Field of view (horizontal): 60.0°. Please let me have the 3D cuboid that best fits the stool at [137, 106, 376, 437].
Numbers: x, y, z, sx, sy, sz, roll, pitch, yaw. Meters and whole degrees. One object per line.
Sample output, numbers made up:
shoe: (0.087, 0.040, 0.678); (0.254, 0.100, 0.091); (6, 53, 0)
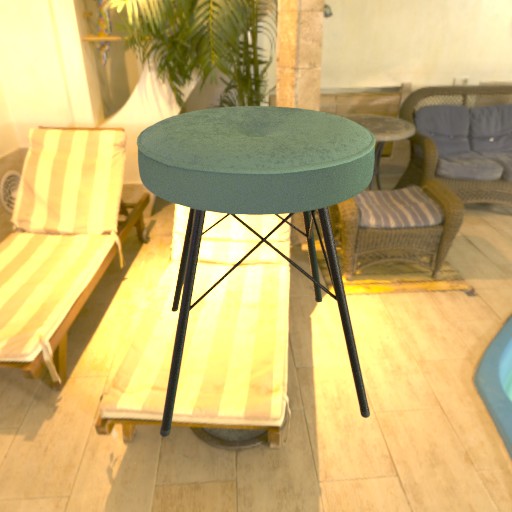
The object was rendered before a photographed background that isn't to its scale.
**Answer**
stool: (0.000, 0.000, 0.887); (0.457, 0.519, 0.458); (1, 29, 2)
